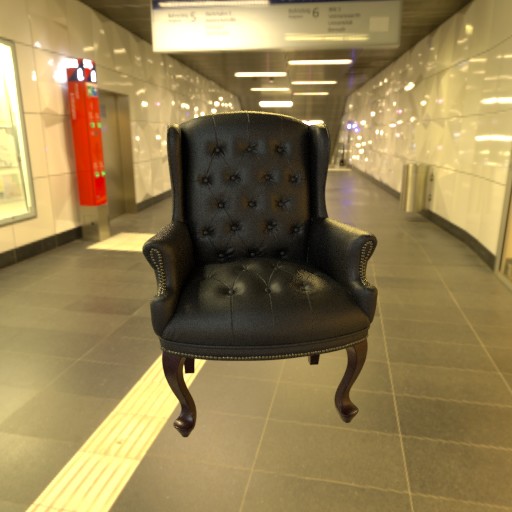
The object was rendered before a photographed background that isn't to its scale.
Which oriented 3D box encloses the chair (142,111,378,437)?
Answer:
[{"bbox_3d":[0.000,0.000,1.770,0.831,1.133,0.822,-2,15,-8],"label":"chair"}]
